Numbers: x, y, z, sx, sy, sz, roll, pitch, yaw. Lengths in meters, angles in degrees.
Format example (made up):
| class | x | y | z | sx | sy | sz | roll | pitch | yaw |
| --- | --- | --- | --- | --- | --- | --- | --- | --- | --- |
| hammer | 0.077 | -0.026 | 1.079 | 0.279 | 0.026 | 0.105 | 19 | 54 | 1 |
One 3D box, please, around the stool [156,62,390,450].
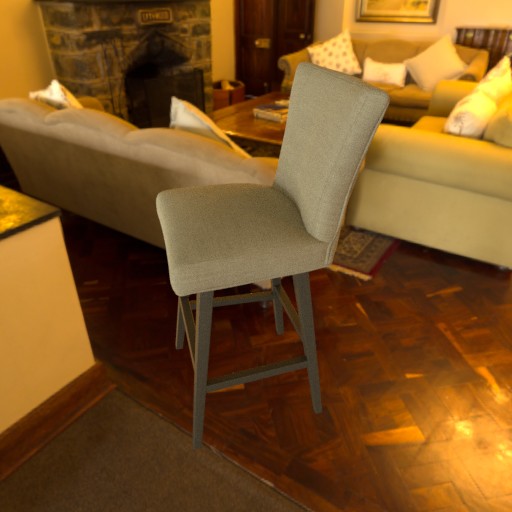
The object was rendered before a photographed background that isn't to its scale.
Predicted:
| class | x | y | z | sx | sy | sz | roll | pitch | yaw |
| --- | --- | --- | --- | --- | --- | --- | --- | --- | --- |
| stool | 0.000 | 0.000 | 1.431 | 0.574 | 1.086 | 0.514 | -8 | 32 | -13 |
